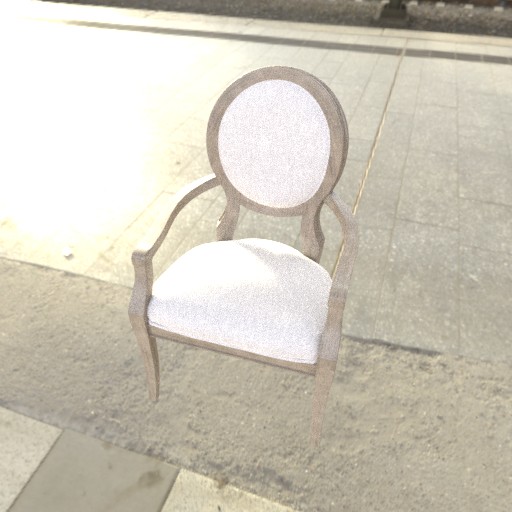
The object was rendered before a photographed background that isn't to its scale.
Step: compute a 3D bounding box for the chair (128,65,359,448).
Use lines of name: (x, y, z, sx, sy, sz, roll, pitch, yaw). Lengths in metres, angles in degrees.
chair: (0.000, 0.000, 1.395, 0.611, 0.991, 0.602, 11, 42, 13)
